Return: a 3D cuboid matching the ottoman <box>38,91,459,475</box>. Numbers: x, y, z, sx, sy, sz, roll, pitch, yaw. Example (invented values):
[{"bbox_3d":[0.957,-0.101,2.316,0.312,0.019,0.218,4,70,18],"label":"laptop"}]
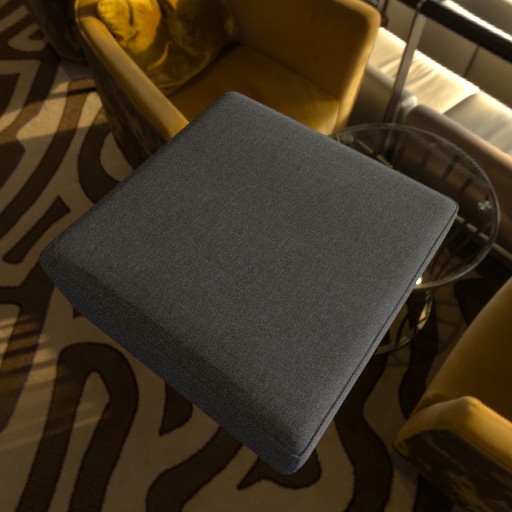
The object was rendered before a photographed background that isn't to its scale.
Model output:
[{"bbox_3d":[0.000,0.000,1.552,1.000,0.439,1.000,32,64,18],"label":"ottoman"}]
